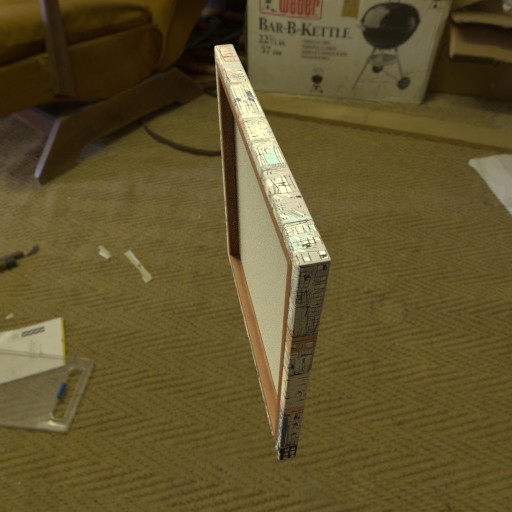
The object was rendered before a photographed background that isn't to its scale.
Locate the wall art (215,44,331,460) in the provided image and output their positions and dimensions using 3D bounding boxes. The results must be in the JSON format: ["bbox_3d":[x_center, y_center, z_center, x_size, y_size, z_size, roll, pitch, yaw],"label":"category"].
[{"bbox_3d":[0.000,0.000,0.906,0.038,0.608,0.607,-9,47,-8],"label":"wall art"}]
